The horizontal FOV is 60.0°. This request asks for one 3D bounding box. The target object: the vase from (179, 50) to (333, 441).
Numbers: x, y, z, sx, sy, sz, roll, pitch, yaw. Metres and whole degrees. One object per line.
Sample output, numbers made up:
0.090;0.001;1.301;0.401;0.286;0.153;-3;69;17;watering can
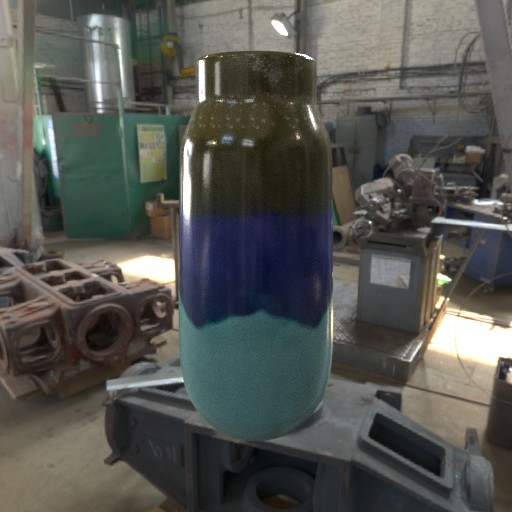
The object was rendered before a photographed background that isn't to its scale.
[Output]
0.000;0.000;0.383;0.139;0.313;0.139;0;16;0;vase
